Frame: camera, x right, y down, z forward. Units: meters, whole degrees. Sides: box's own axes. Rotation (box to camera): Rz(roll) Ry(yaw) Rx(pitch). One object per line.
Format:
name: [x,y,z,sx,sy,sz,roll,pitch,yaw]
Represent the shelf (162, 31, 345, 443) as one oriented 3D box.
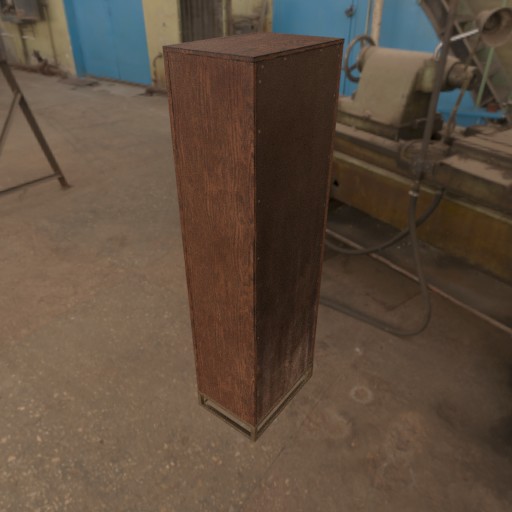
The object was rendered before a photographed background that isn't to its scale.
shelf: [0.000,0.000,1.975,0.395,1.732,0.539,22,39,31]
